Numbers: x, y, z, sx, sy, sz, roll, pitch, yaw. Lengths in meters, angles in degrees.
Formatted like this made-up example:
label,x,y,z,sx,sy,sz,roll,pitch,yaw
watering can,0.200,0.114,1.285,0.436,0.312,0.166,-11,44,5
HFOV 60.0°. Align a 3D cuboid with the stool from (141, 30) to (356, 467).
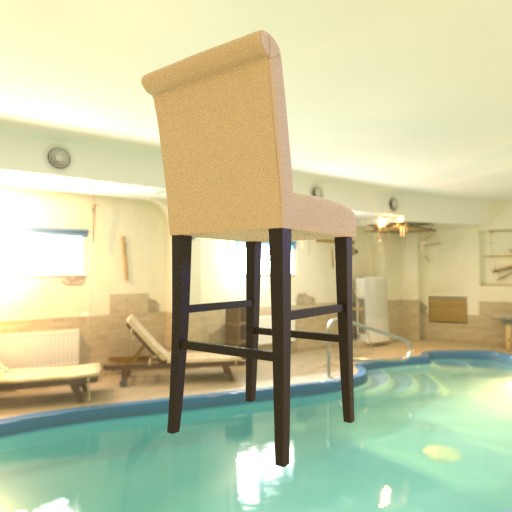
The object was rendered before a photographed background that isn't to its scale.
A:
label,x,y,z,sx,sy,sz,roll,pitch,yaw
stool,0.000,0.000,1.441,0.452,1.124,0.597,-2,-3,36
